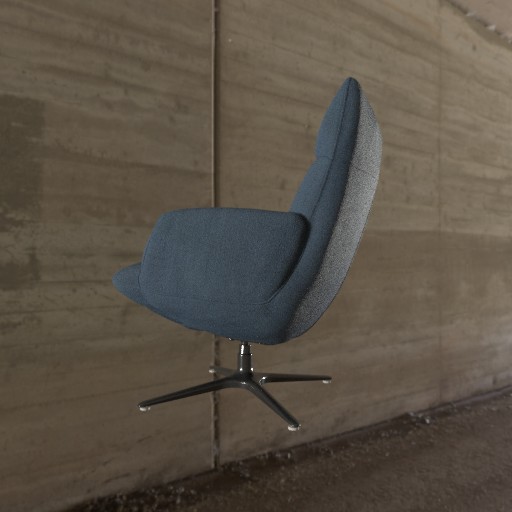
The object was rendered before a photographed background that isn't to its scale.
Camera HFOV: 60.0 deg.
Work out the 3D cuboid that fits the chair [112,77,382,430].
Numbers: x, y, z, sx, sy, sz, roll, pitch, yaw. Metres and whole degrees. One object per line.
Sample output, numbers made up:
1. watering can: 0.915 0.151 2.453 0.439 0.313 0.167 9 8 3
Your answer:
1. chair: 0.000 0.000 1.619 0.889 1.016 0.711 0 -1 20
